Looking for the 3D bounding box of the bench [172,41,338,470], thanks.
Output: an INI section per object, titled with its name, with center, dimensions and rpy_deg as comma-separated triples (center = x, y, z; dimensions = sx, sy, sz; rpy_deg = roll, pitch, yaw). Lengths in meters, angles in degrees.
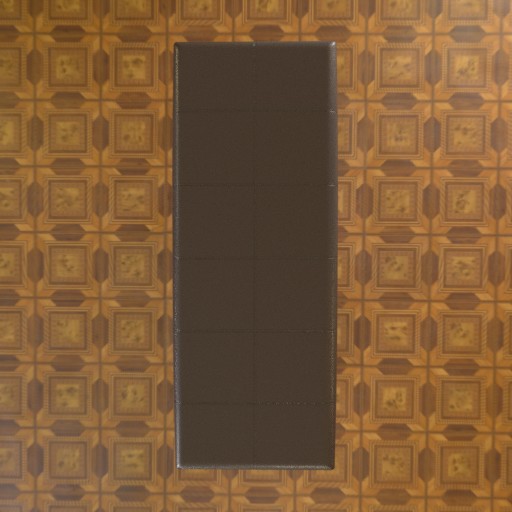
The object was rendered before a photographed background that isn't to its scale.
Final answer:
[bench]
center = 0.000, 0.000, 1.331
dimensions = 0.429, 0.457, 1.092
rpy_deg = 0, 91, 1
